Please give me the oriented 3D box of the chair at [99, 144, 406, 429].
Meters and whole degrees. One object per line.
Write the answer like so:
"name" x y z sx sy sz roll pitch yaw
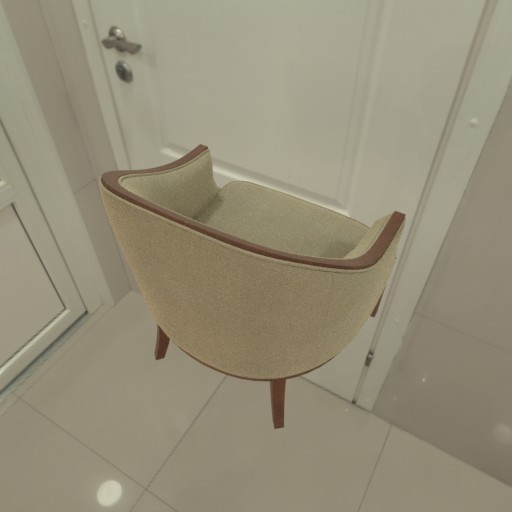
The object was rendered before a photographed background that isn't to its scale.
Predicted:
"chair" 0.000 0.000 1.464 0.803 0.876 0.735 23 51 21
